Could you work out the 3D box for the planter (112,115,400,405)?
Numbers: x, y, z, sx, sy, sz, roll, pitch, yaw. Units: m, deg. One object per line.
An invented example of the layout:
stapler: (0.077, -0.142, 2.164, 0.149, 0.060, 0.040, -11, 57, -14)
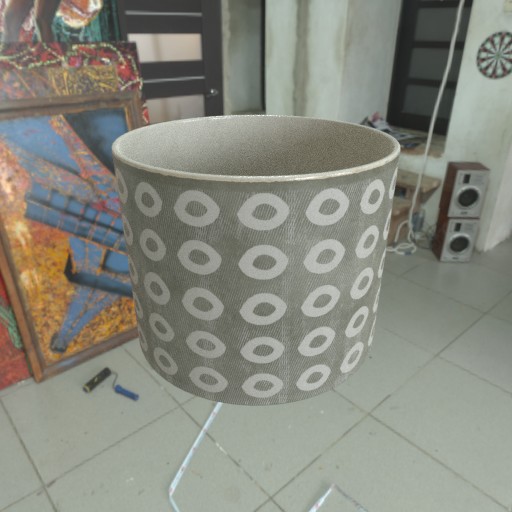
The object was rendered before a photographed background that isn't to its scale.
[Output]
planter: (0.000, 0.000, 0.452, 0.250, 0.239, 0.250, 0, 27, 0)
